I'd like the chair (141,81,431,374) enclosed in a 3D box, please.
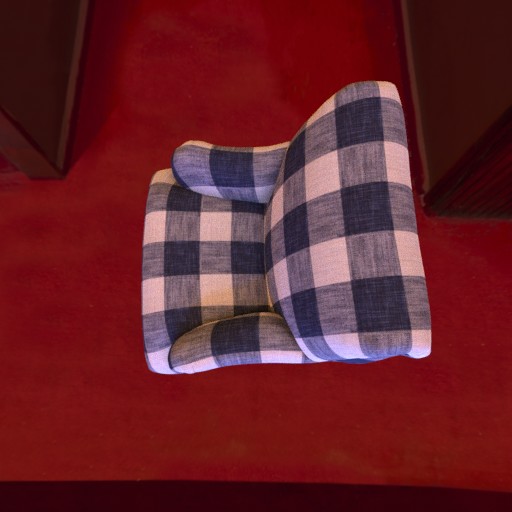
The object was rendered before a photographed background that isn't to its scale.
[{"bbox_3d":[0.000,0.000,1.553,0.848,0.953,0.781,-2,75,0],"label":"chair"}]
